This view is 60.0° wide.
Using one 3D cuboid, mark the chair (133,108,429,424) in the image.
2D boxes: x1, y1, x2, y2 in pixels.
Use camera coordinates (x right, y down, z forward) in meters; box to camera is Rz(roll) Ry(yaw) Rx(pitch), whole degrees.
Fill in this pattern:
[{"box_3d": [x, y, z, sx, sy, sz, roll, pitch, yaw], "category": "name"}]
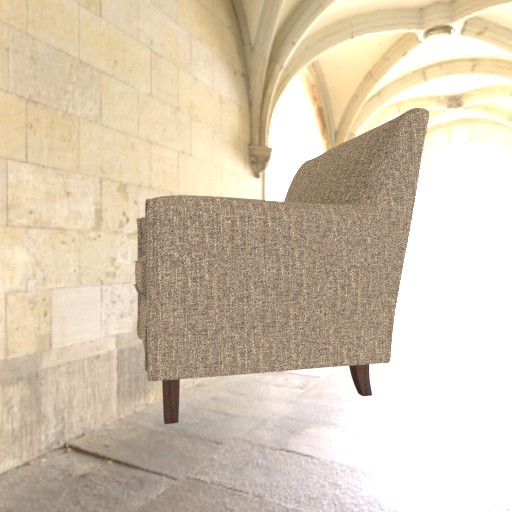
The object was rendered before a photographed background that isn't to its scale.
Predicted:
[{"box_3d": [0.000, 0.000, 1.656, 0.873, 0.928, 0.864, 0, 0, -17], "category": "chair"}]
